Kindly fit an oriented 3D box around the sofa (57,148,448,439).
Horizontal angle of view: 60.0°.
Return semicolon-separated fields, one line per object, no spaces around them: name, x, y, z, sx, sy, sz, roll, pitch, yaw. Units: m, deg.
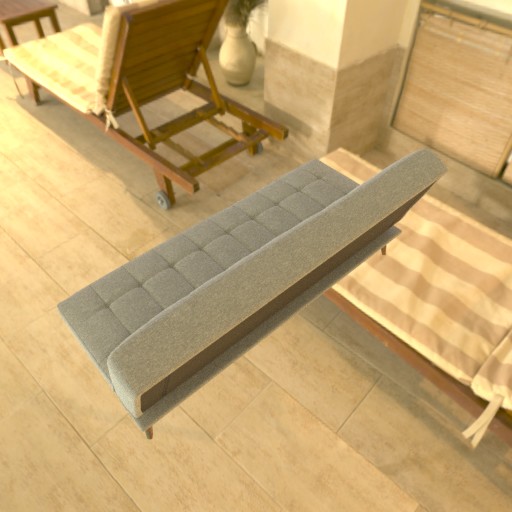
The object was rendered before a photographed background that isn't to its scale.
sofa;0.000;0.000;2.240;1.800;0.810;0.860;-33;56;-27
